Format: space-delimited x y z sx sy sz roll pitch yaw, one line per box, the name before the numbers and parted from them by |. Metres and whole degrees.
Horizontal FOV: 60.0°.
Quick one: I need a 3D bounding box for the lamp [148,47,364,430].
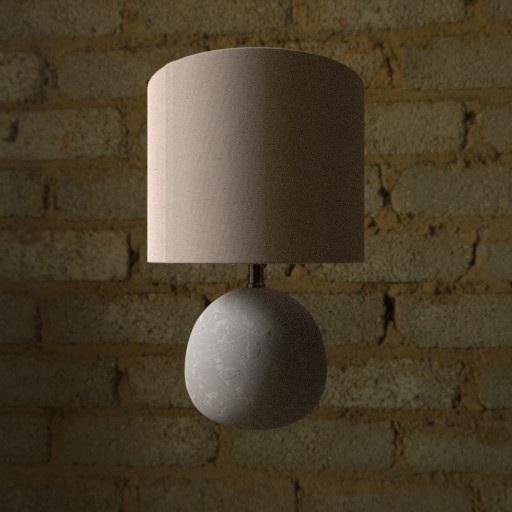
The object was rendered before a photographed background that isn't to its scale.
lamp | 0.000 0.000 0.566 0.269 0.409 0.269 0 0 -36
